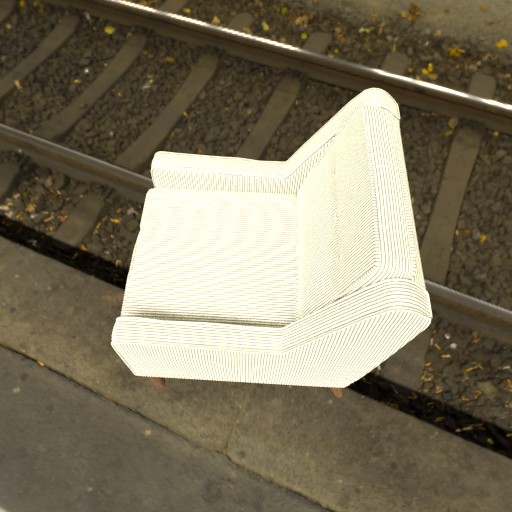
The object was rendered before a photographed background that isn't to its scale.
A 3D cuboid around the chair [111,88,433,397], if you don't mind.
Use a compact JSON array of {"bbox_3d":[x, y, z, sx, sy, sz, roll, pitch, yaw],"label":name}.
[{"bbox_3d":[0.000,0.000,1.334,0.743,0.792,0.663,3,59,2],"label":"chair"}]
